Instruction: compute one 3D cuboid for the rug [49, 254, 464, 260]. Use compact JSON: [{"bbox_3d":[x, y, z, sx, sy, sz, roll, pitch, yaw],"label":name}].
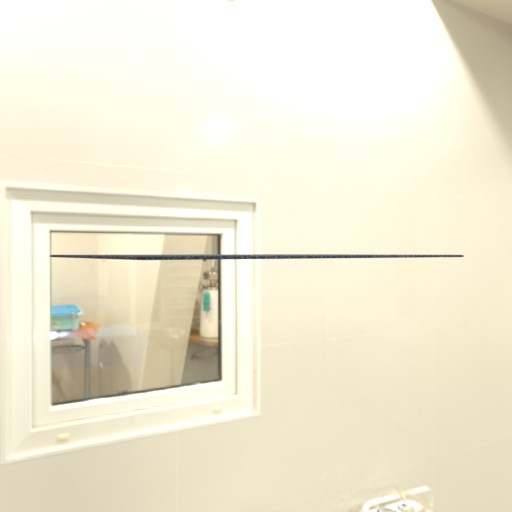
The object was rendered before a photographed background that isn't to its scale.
[{"bbox_3d":[0.000,0.000,4.248,3.245,0.024,2.385,0,0,-36],"label":"rug"}]
